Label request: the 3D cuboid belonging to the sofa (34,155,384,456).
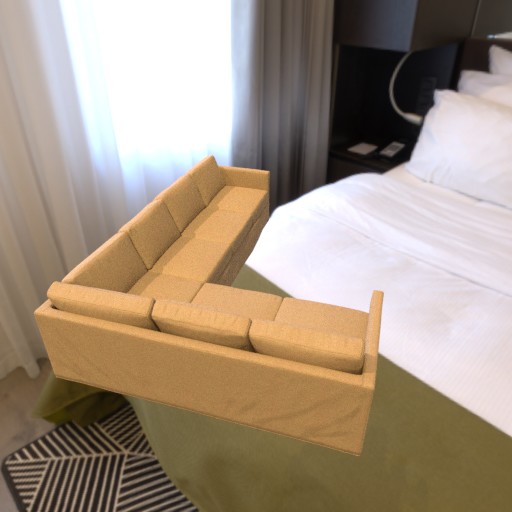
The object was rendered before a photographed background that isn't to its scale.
[{"bbox_3d":[0.000,0.000,4.306,2.432,0.871,3.182,9,33,14],"label":"sofa"}]
